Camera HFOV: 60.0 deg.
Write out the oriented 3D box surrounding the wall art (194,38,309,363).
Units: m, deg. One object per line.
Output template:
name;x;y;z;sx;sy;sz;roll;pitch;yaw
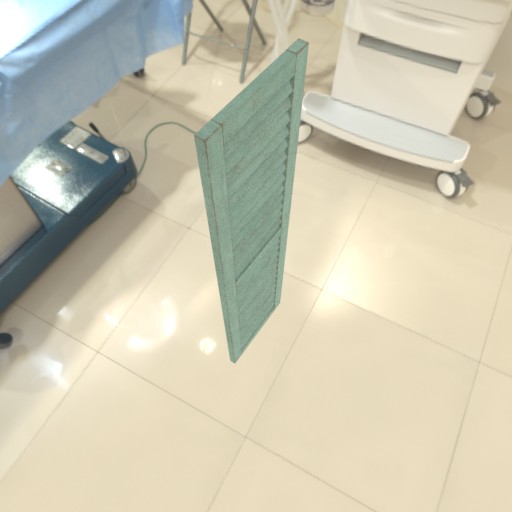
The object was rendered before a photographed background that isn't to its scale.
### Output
wall art;0.000;0.000;1.332;0.025;1.219;0.329;31;64;17
